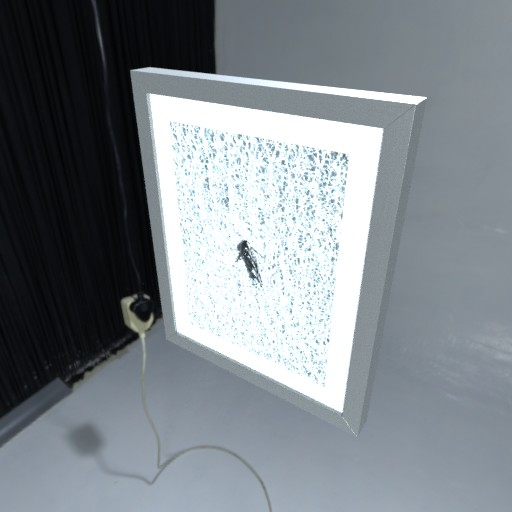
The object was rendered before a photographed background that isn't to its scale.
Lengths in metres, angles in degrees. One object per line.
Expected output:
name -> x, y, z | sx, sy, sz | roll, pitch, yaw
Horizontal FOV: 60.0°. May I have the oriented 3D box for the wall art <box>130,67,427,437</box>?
wall art -> 0.000, 0.000, 0.511 | 0.308, 0.379, 0.030 | 19, 35, 29
